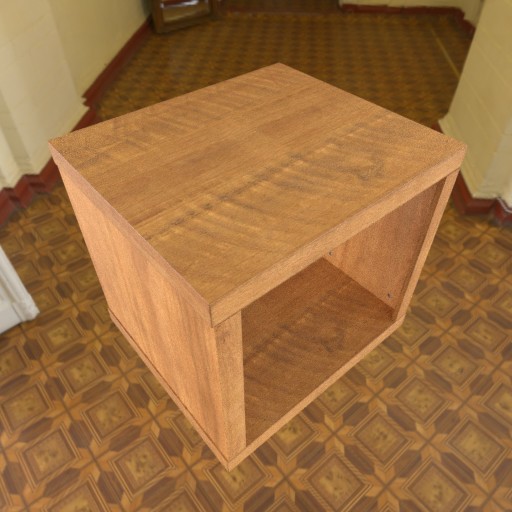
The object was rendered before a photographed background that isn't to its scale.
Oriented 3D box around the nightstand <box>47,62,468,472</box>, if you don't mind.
[{"bbox_3d":[0.000,0.000,0.857,0.493,0.491,0.436,-31,52,-28],"label":"nightstand"}]
